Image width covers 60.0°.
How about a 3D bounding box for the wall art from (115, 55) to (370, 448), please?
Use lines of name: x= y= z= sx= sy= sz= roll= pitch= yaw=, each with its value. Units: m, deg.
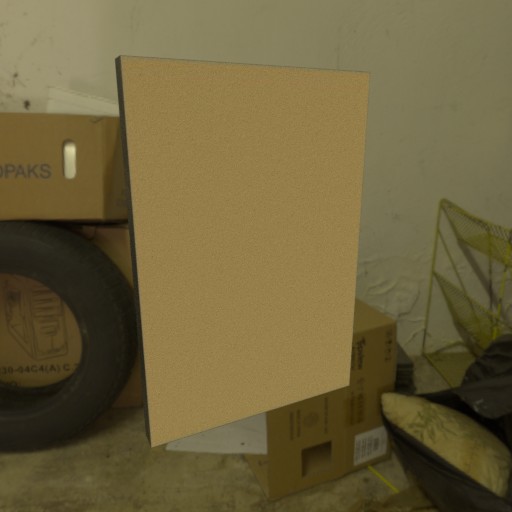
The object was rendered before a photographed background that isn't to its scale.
wall art: x=0.000 y=0.000 z=0.577 sx=0.313 sy=0.457 sz=0.031 roll=-8 pitch=18 yaw=-26
